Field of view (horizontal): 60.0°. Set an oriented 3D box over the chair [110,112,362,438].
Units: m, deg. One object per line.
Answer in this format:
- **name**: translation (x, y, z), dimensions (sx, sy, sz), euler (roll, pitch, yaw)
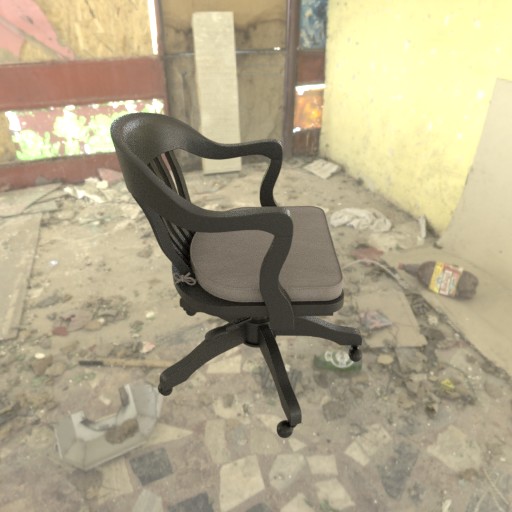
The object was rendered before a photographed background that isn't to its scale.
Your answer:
- **chair**: translation (0.000, 0.000, 1.451), dimensions (0.788, 0.878, 0.750), euler (0, 31, 0)
